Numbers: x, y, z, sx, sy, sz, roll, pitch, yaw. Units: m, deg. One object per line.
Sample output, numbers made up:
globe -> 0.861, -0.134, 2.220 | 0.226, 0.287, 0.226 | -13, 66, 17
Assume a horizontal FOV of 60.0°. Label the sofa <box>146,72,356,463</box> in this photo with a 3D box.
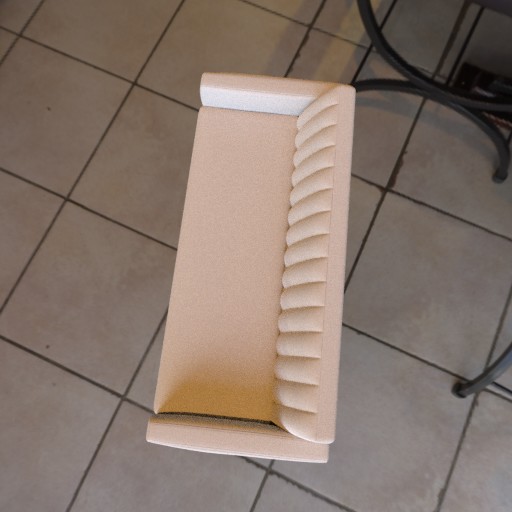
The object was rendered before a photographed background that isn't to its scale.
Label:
sofa -> 0.000, 0.000, 2.782 | 0.990, 0.821, 2.291 | 6, 76, 1
